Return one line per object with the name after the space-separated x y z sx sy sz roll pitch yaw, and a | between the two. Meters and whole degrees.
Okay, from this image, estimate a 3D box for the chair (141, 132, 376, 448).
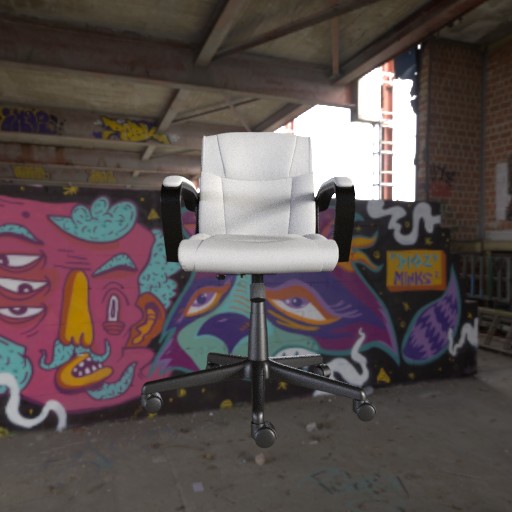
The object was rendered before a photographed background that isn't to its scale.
0.000 0.000 1.516 0.739 1.004 0.717 0 1 0 | chair
